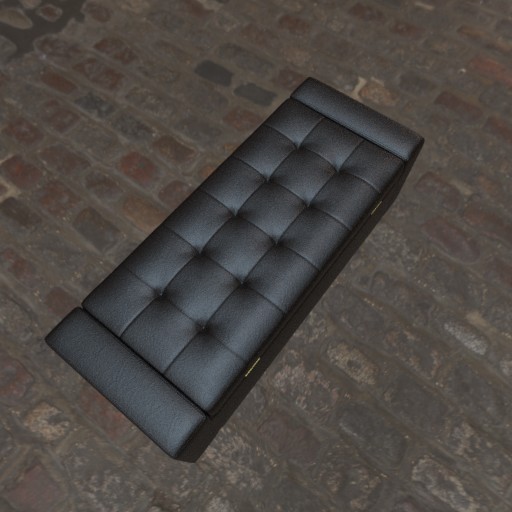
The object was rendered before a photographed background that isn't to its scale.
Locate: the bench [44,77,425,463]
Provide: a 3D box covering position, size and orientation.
[{"bbox_3d":[0.000,0.000,1.564,0.508,0.445,1.296,35,69,16],"label":"bench"}]
